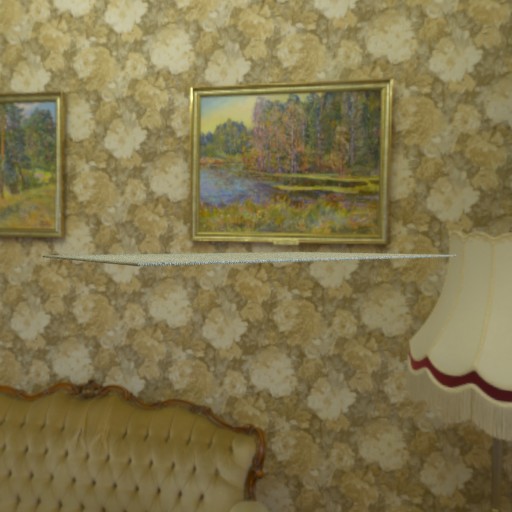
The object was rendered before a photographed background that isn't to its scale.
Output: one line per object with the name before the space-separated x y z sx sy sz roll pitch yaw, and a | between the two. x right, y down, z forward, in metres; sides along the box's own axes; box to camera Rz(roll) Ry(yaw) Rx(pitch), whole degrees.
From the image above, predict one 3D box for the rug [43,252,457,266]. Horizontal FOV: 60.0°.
rug | 0.000 0.000 2.938 2.283 0.013 1.547 -1 2 -38
